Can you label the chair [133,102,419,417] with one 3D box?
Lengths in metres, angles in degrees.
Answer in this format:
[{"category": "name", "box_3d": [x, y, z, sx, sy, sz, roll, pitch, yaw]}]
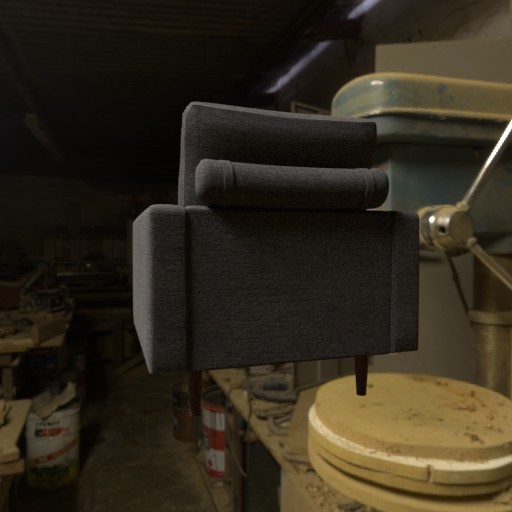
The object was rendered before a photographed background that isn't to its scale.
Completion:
[{"category": "chair", "box_3d": [0.000, 0.000, 1.589, 0.821, 0.880, 0.843, -1, 2, -18]}]
